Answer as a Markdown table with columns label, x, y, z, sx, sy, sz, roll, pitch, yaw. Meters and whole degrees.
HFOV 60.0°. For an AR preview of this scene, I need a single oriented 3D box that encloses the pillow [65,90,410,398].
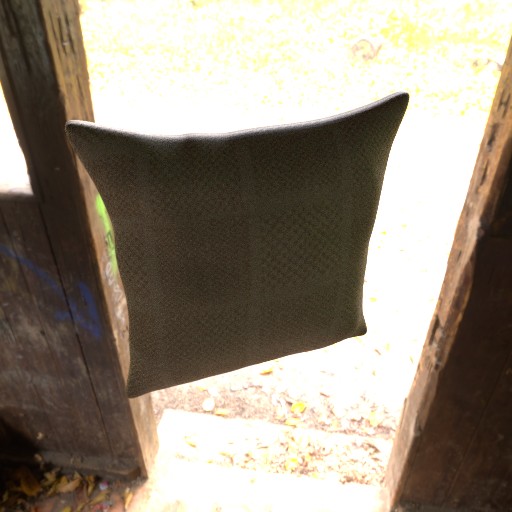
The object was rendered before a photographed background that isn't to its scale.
| label | x | y | z | sx | sy | sz | roll | pitch | yaw |
| --- | --- | --- | --- | --- | --- | --- | --- | --- | --- |
| pillow | 0.000 | 0.000 | 0.648 | 0.436 | 0.432 | 0.138 | -11 | 35 | -17 |
